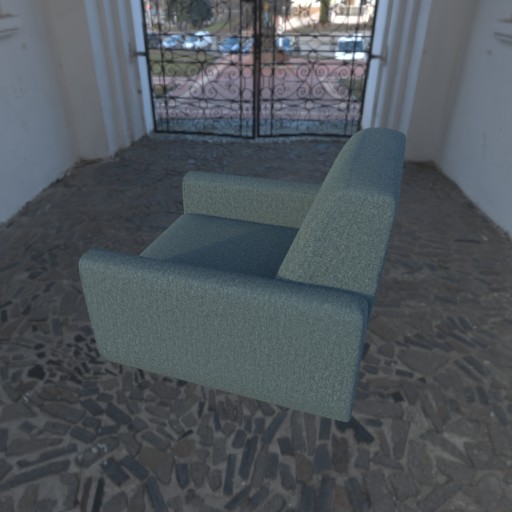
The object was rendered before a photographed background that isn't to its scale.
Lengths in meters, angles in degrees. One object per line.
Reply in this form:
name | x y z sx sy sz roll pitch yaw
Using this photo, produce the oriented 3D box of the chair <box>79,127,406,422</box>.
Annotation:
chair | 0.000 0.000 1.725 0.964 0.940 0.880 10 33 15
